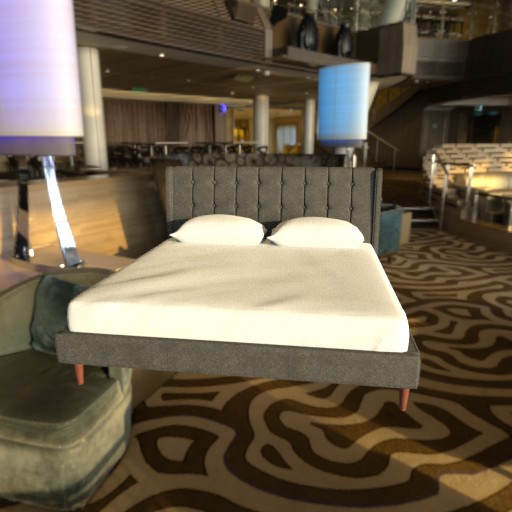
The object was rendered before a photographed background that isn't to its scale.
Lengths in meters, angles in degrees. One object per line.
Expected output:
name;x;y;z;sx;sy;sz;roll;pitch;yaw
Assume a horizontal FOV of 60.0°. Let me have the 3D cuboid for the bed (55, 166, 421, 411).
bed;0.000;0.000;2.543;1.531;0.933;1.638;2;14;8
